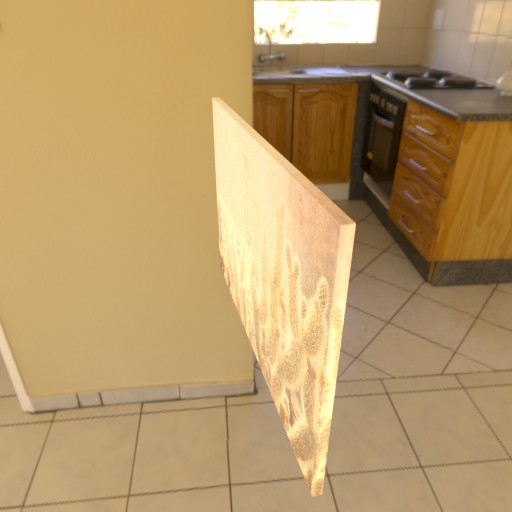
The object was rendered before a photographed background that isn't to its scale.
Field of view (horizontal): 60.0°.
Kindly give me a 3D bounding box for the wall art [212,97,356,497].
[{"bbox_3d":[0.000,0.000,1.870,0.038,1.012,1.525,-8,31,-13],"label":"wall art"}]
